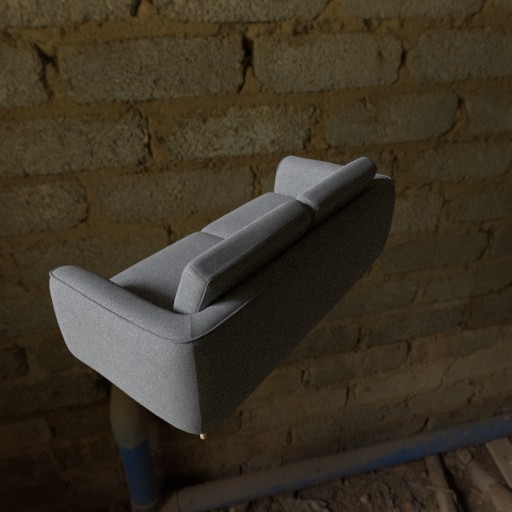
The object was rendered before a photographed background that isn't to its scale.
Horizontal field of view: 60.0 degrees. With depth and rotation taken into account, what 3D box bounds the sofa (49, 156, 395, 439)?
[{"bbox_3d":[0.000,0.000,2.467,0.920,0.870,2.000,21,37,31],"label":"sofa"}]
